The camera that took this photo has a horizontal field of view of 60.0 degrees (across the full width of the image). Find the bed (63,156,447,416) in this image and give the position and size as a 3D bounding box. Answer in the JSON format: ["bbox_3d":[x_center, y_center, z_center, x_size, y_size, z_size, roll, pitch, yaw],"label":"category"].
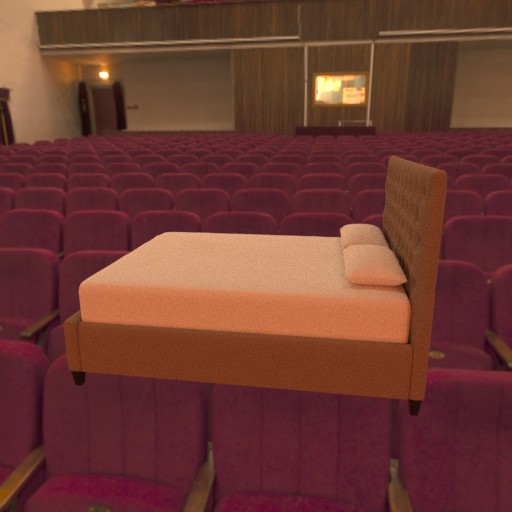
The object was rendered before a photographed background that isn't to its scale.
[{"bbox_3d":[0.000,0.000,3.361,2.233,1.426,1.696,2,15,8],"label":"bed"}]
